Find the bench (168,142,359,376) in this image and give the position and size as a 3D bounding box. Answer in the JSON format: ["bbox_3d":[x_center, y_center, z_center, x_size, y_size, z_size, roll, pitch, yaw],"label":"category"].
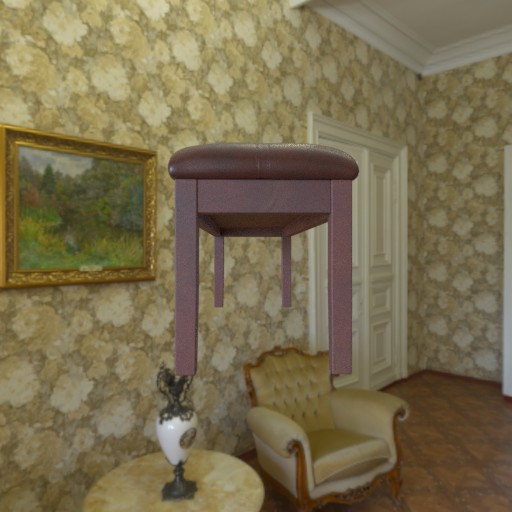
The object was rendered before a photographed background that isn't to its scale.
[{"bbox_3d":[0.000,0.000,1.529,0.401,0.491,1.259,0,0,-2],"label":"bench"}]
